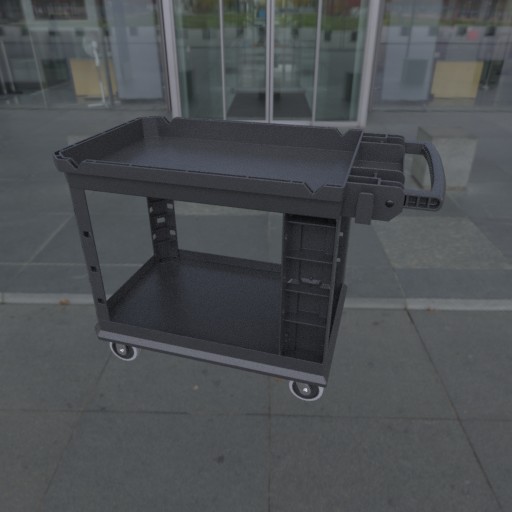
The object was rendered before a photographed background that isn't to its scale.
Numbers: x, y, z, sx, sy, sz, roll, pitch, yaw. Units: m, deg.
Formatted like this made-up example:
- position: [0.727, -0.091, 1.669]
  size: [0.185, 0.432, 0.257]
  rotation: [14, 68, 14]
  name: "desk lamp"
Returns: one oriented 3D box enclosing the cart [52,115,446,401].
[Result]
- position: [0.000, 0.000, 1.754]
  size: [1.239, 0.884, 0.674]
  rotation: [8, 30, 14]
  name: "cart"
